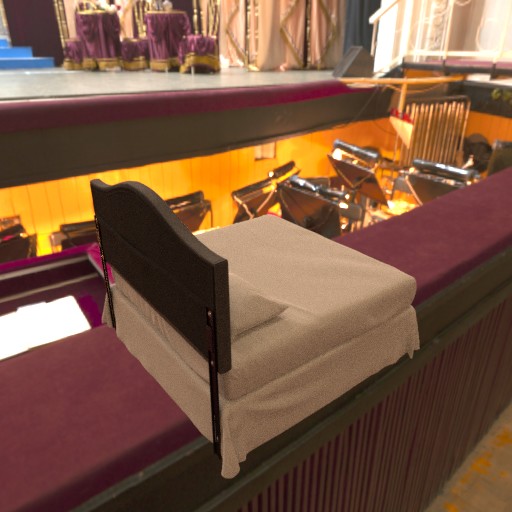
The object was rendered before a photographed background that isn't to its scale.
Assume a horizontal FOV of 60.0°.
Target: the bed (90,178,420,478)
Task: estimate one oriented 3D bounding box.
[{"bbox_3d":[0.000,0.000,3.871,2.219,1.651,2.314,-18,31,-33],"label":"bed"}]
